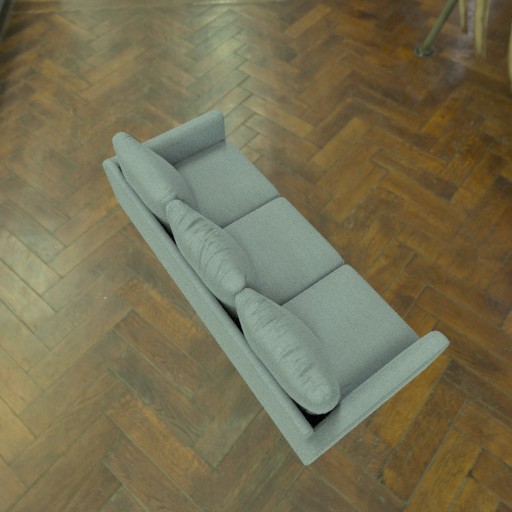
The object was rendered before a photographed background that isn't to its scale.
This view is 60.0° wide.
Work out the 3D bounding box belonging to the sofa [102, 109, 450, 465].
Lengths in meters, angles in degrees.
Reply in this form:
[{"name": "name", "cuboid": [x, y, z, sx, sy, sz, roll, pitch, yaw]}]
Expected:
[{"name": "sofa", "cuboid": [0.000, 0.000, 2.489, 0.850, 0.830, 2.000, -31, 63, -18]}]
